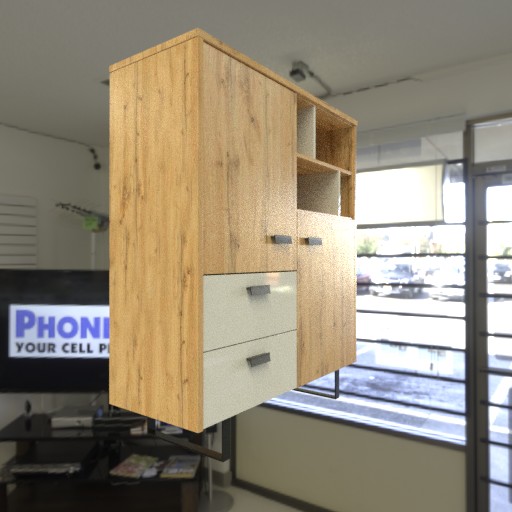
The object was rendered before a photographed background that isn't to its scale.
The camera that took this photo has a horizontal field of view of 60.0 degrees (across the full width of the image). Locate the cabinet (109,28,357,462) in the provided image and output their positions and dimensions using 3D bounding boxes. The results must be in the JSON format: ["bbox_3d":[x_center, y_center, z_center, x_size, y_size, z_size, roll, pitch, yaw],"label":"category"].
[{"bbox_3d":[0.000,0.000,1.954,0.473,1.397,1.168,0,0,37],"label":"cabinet"}]
